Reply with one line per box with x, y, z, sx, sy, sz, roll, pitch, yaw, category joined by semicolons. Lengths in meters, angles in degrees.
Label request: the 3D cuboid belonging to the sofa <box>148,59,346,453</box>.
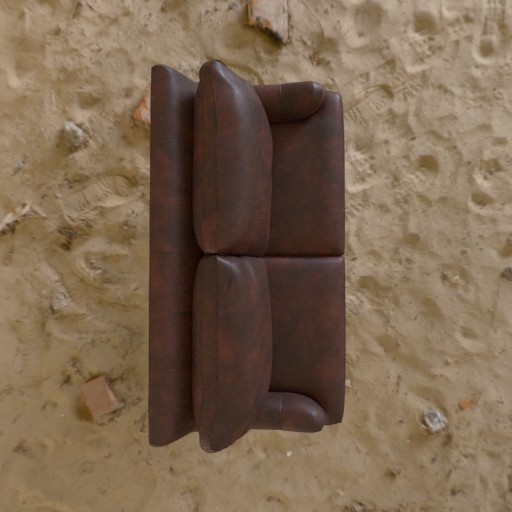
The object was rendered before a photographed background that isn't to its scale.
0.000;0.000;2.797;1.147;1.071;2.144;0;88;-1;sofa
